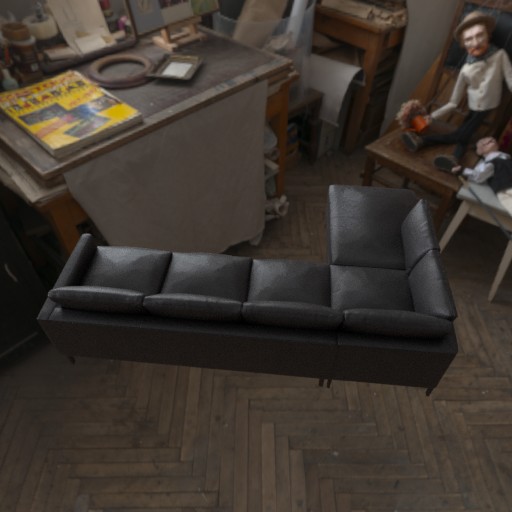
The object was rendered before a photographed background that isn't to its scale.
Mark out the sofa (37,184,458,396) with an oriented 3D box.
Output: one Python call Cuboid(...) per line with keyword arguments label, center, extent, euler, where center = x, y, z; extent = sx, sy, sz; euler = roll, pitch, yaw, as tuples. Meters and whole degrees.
Cuboid(label="sofa", center=(0.000, 0.000, 3.864), extent=(2.984, 0.877, 1.938), euler=(4, 47, 4))
